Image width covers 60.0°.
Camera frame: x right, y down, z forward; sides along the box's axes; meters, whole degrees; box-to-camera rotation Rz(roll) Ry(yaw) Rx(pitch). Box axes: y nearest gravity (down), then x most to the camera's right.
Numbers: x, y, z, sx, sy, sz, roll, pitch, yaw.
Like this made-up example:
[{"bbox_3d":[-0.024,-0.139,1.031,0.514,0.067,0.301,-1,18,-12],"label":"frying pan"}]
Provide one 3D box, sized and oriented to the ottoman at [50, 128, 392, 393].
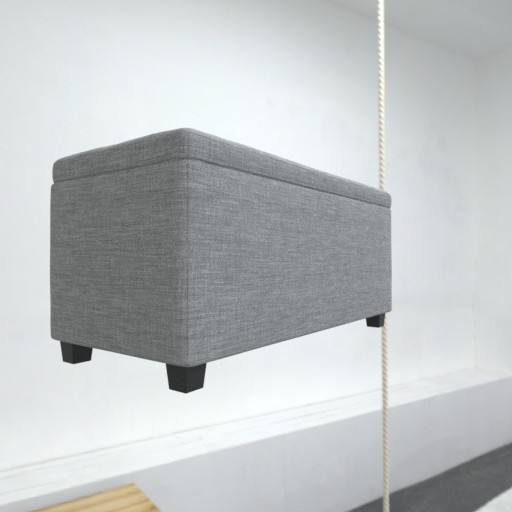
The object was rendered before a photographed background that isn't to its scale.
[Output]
[{"bbox_3d":[0.000,0.000,1.135,0.419,0.432,0.902,0,0,37],"label":"ottoman"}]
